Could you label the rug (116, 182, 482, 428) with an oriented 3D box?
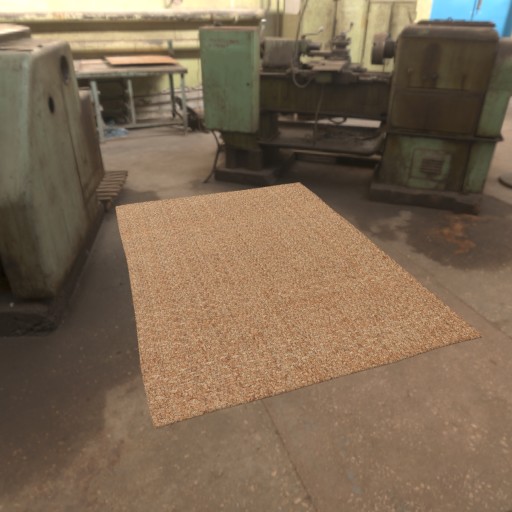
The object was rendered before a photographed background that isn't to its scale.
[{"bbox_3d":[0.000,0.000,2.720,1.566,0.013,2.141,-10,32,-17],"label":"rug"}]
